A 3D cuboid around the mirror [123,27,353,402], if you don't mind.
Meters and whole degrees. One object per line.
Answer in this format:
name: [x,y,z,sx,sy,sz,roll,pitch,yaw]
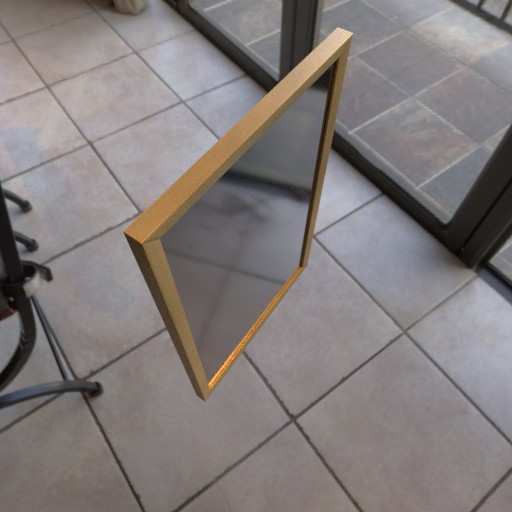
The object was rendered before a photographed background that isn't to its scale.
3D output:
mirror: [0.000,0.000,1.143,0.040,0.915,0.609,31,63,18]
